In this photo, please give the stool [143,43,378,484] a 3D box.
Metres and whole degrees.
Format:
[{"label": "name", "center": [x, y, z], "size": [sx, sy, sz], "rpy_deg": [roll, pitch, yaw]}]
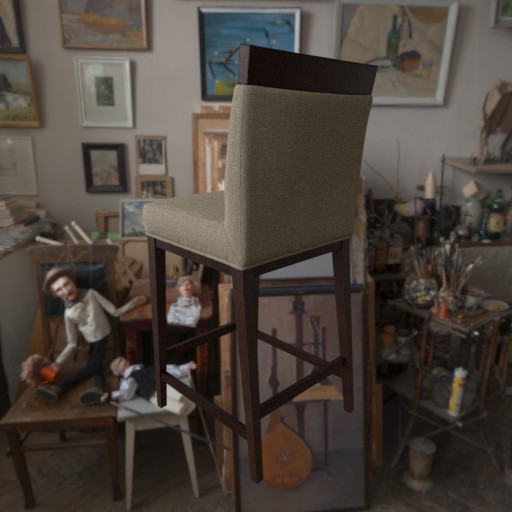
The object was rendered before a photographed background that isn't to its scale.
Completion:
[{"label": "stool", "center": [0.000, 0.000, 1.259], "size": [0.463, 1.011, 0.480], "rpy_deg": [-16, 23, -42]}]
